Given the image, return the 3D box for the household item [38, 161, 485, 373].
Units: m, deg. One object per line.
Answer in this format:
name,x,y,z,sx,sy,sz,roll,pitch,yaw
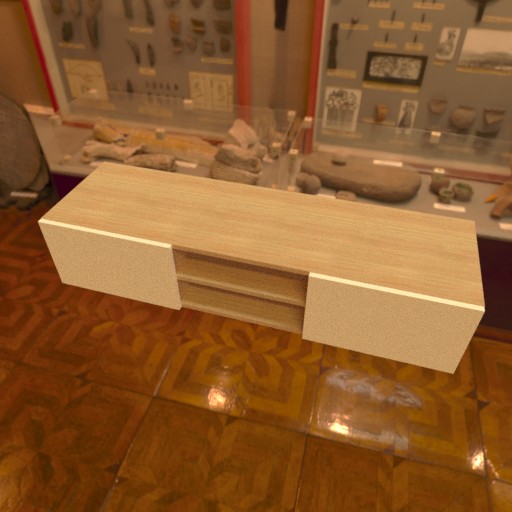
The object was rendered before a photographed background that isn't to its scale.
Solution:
household item,0.000,0.000,1.584,1.400,0.310,0.420,11,42,12
